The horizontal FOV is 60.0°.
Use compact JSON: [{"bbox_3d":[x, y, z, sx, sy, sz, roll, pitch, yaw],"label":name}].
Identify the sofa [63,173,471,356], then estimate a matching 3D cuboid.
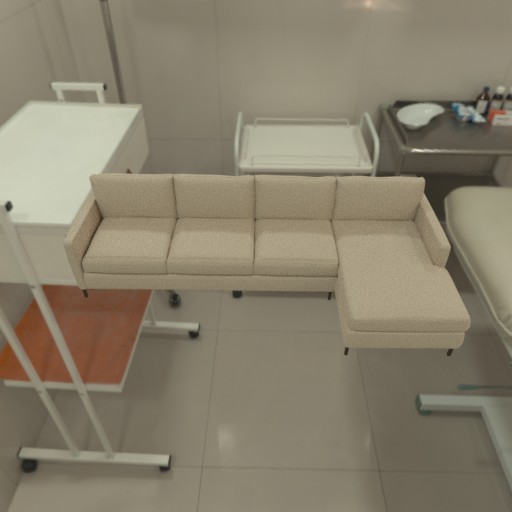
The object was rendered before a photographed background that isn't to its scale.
[{"bbox_3d":[0.000,0.000,3.237,2.731,0.755,1.258,1,40,1],"label":"sofa"}]
